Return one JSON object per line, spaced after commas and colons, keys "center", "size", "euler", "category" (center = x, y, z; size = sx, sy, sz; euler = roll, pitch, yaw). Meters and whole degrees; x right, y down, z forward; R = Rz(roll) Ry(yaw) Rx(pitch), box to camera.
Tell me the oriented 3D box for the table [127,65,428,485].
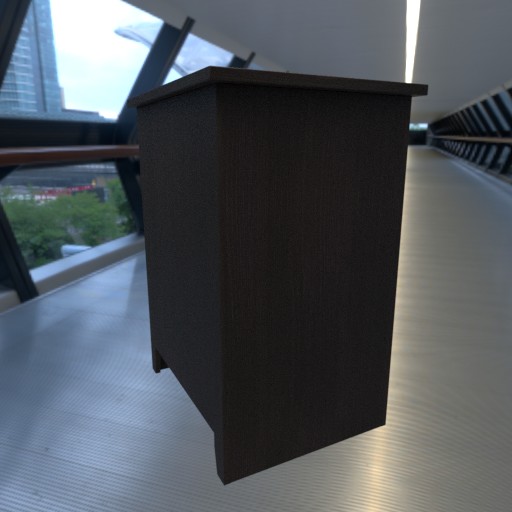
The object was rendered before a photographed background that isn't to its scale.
{"center": [0.000, 0.000, 0.916], "size": [0.381, 0.635, 0.480], "euler": [-7, 16, -27], "category": "table"}
